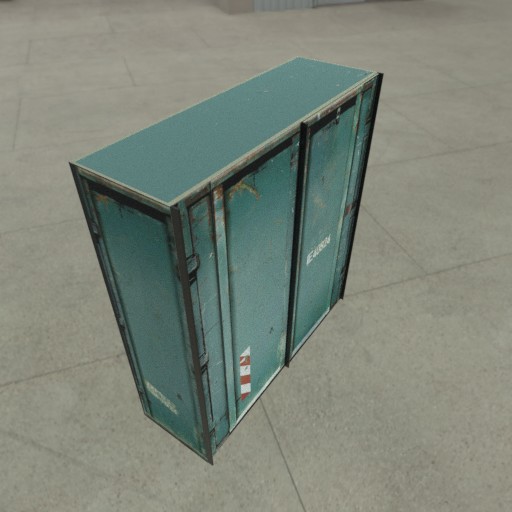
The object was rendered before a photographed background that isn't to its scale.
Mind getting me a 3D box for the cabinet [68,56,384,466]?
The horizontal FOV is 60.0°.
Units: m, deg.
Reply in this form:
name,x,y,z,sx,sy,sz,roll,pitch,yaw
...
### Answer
name,x,y,z,sx,sy,sz,roll,pitch,yaw
cabinet,0.000,0.000,3.190,0.680,2.160,2.000,25,46,26
